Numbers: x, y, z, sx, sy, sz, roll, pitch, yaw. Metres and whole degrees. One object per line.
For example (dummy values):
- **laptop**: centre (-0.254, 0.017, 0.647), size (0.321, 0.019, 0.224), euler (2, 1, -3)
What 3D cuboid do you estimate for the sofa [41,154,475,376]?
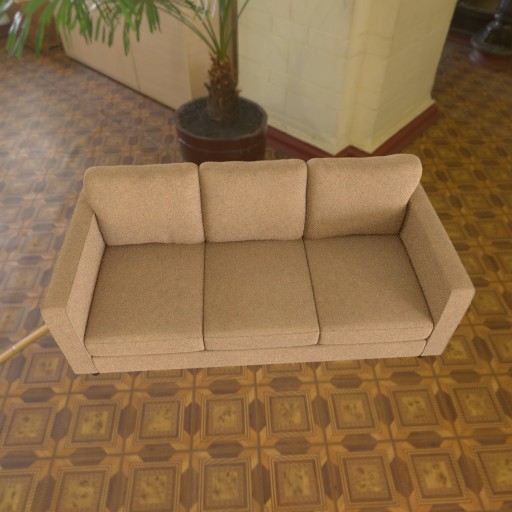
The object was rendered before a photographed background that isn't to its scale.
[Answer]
- **sofa**: centre (0.000, 0.000, 2.314), size (1.855, 0.800, 0.930), euler (-2, 46, -2)
